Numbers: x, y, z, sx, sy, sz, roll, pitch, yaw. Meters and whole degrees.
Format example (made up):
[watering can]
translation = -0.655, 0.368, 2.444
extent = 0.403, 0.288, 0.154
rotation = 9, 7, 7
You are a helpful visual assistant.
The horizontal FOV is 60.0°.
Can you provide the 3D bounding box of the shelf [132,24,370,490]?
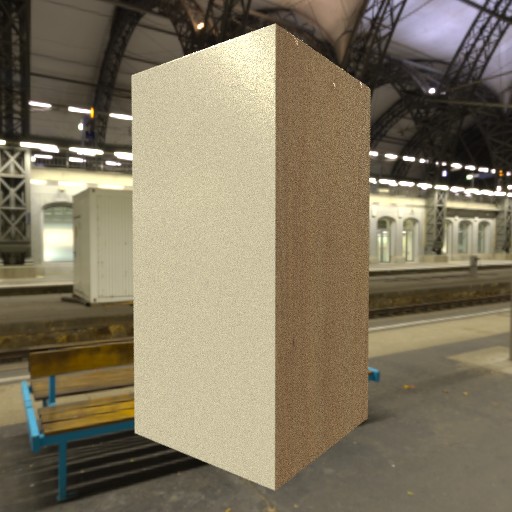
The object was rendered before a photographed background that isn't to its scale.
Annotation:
[shelf]
translation = 0.000, 0.000, 0.767
extent = 0.290, 0.594, 0.297
rotation = 1, 2, 37
